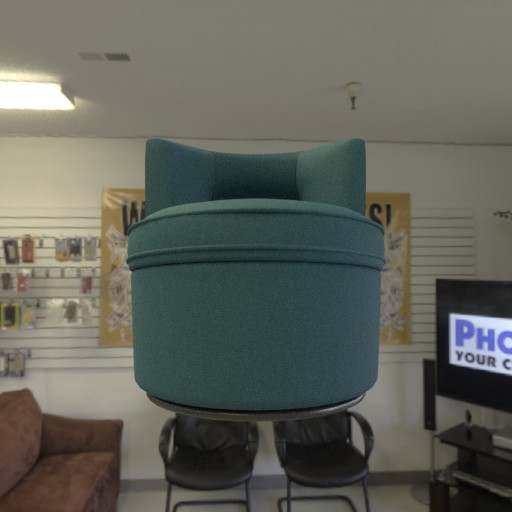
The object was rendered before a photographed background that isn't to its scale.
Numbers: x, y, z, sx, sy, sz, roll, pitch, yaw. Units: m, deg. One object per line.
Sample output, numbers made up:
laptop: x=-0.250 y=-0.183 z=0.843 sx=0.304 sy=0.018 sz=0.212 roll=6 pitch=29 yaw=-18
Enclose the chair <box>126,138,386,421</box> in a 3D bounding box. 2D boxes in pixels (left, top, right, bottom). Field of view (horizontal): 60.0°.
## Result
chair: x=0.000 y=0.000 z=1.209 sx=0.684 sy=0.711 sz=0.660 roll=0 pitch=-2 yaw=0
